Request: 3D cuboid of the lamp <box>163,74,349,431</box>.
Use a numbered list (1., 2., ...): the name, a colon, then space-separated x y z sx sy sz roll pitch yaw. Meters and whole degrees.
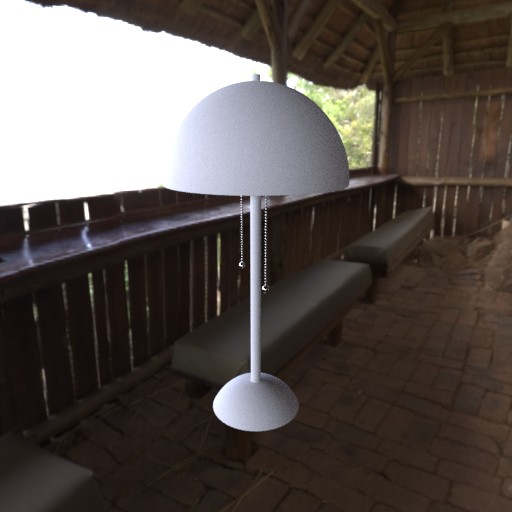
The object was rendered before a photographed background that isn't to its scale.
1. lamp: 0.000 0.000 0.433 0.171 0.330 0.171 0 16 0
